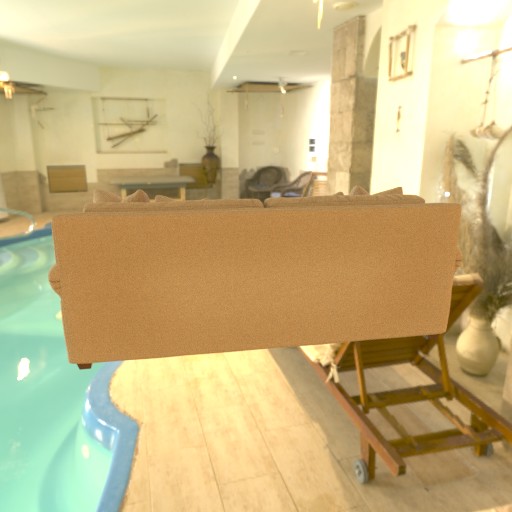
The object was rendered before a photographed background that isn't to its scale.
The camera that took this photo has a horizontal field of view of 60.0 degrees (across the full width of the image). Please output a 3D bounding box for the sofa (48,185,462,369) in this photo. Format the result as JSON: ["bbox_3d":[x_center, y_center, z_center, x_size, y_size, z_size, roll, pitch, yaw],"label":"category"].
[{"bbox_3d":[0.000,0.000,2.861,2.285,0.904,1.067,-3,15,-10],"label":"sofa"}]
